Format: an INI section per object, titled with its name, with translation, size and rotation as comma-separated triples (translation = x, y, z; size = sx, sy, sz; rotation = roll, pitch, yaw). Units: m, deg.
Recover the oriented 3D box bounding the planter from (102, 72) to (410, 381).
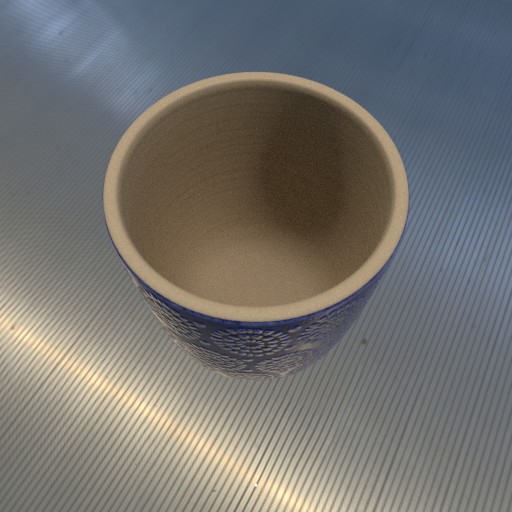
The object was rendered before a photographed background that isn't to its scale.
[planter]
translation = 0.000, 0.000, 0.354
size = 0.184, 0.206, 0.184
rotation = 0, 63, 0
